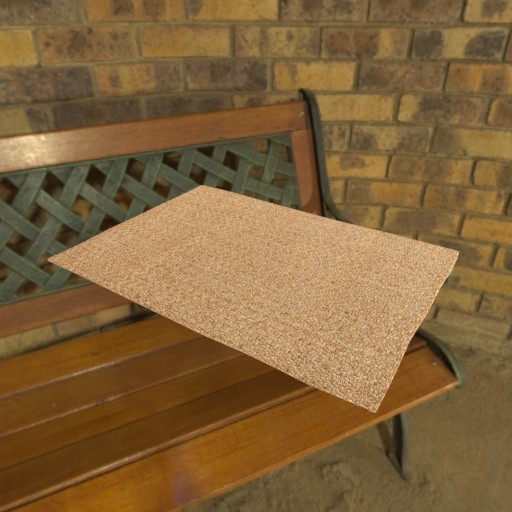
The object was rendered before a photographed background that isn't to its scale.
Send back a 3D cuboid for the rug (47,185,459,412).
[{"bbox_3d":[0.000,0.000,2.791,2.141,0.013,1.566,18,34,28],"label":"rug"}]
